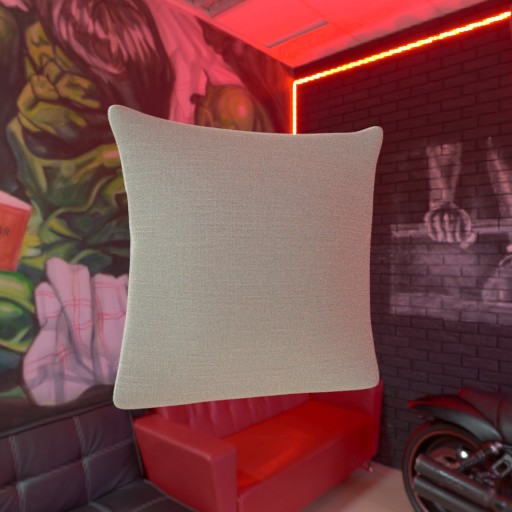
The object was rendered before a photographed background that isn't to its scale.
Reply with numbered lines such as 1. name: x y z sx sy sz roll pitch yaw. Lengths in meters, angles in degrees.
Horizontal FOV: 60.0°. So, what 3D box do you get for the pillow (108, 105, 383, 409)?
1. pillow: 0.000 0.000 0.711 0.451 0.449 0.191 0 0 -16
